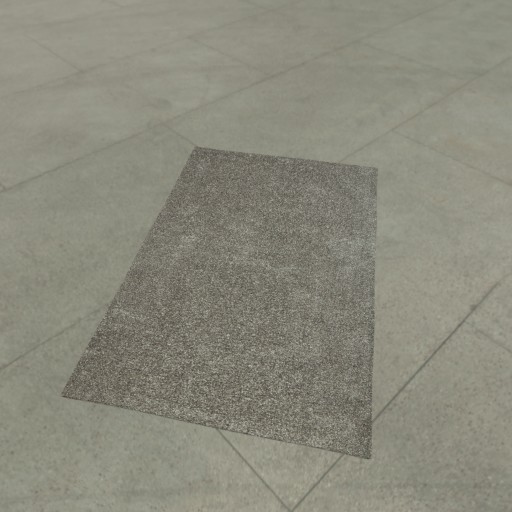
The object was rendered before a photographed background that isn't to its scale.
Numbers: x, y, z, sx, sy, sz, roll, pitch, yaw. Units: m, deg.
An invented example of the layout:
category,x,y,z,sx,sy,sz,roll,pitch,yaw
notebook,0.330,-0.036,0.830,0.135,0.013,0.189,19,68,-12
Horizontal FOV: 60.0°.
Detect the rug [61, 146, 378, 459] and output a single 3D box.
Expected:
category,x,y,z,sx,sy,sz,roll,pitch,yaw
rug,0.000,0.000,3.400,1.802,0.026,2.699,8,47,8
